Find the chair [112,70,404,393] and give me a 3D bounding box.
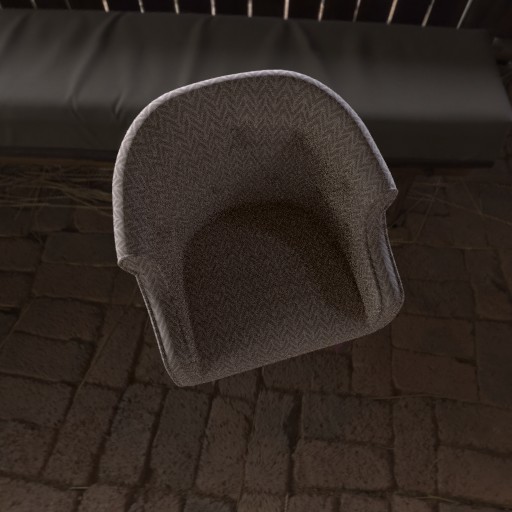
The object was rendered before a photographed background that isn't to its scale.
[{"bbox_3d":[0.000,0.000,1.316,0.686,0.858,0.613,-15,64,-7],"label":"chair"}]
